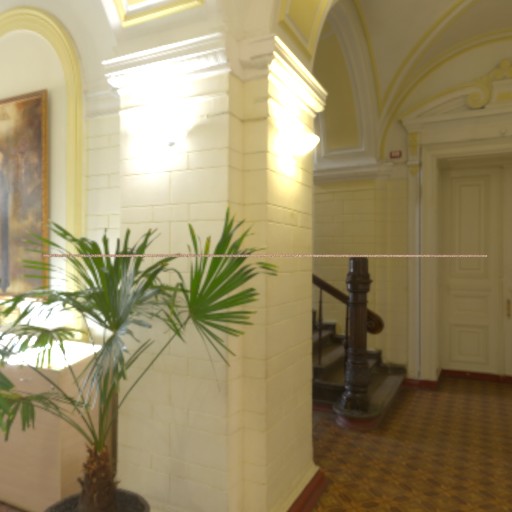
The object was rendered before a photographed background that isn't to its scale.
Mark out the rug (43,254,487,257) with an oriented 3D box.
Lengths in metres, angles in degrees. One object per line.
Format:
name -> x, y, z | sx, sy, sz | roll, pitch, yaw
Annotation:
rug -> 0.000, 0.000, 3.014 | 2.439, 0.011, 1.533 | 0, 0, -18
